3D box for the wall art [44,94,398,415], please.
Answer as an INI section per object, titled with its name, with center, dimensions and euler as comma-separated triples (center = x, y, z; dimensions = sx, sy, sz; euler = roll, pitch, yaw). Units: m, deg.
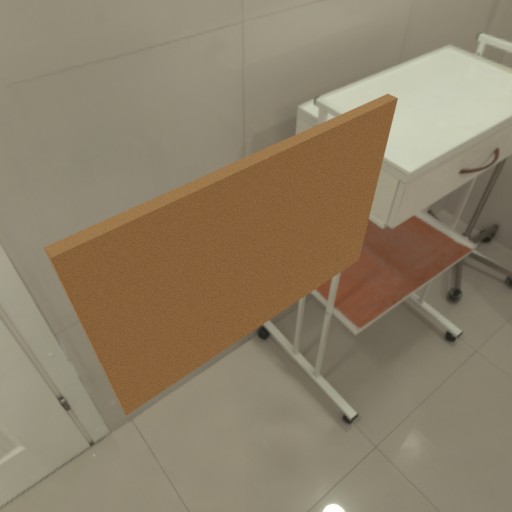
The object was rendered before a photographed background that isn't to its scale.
[wall art]
center = 0.000, 0.000, 1.175
dimensions = 0.915, 0.608, 0.033
euler = -30, 53, -26
